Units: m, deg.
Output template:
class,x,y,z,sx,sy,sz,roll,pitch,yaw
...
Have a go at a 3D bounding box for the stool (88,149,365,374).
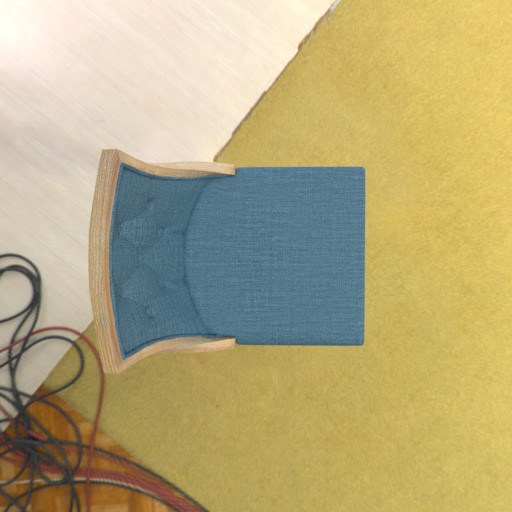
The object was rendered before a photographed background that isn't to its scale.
class,x,y,z,sx,sy,sz,roll,pitch,yaw
stool,0.000,0.000,1.315,0.626,0.938,0.524,0,91,2
